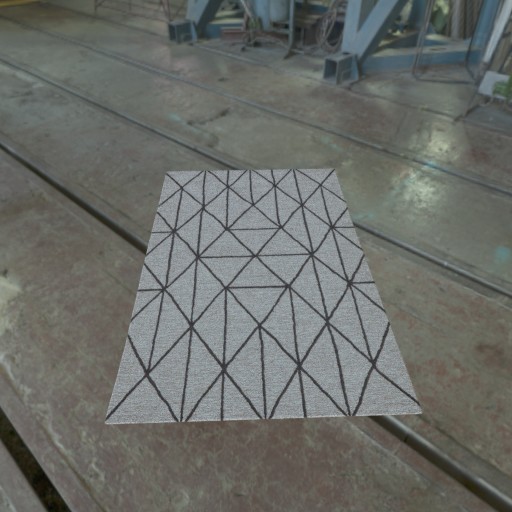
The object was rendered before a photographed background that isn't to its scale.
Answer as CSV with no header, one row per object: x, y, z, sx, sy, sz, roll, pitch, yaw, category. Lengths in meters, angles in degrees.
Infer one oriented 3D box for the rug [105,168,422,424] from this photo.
0.000,0.000,3.077,1.526,0.008,2.465,-1,39,-2,rug
